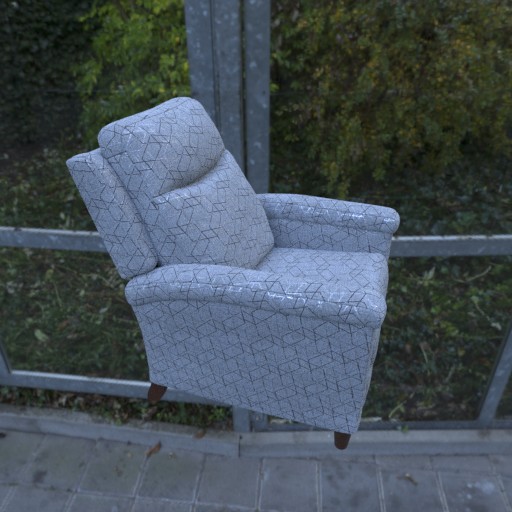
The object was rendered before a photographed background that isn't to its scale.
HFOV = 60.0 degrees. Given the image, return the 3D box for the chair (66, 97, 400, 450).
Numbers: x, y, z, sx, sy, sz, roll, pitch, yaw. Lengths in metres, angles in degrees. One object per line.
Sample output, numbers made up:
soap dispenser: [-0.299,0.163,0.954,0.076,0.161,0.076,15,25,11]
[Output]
chair: [0.000,0.000,1.677,0.987,1.048,0.753,10,32,16]
